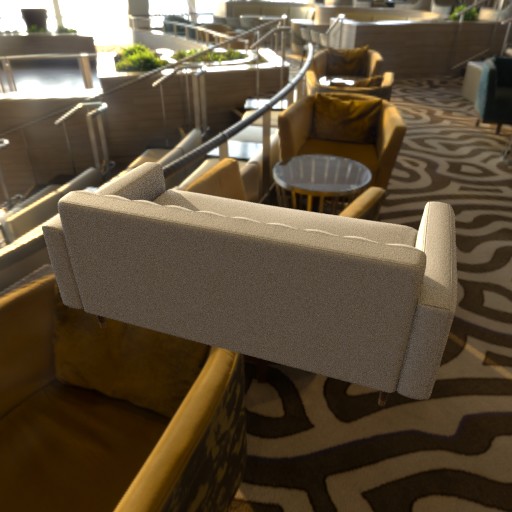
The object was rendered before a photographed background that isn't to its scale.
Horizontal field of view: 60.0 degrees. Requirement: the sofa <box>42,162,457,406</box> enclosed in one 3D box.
[{"bbox_3d":[0.000,0.000,2.359,1.895,0.814,0.969,11,34,17],"label":"sofa"}]
